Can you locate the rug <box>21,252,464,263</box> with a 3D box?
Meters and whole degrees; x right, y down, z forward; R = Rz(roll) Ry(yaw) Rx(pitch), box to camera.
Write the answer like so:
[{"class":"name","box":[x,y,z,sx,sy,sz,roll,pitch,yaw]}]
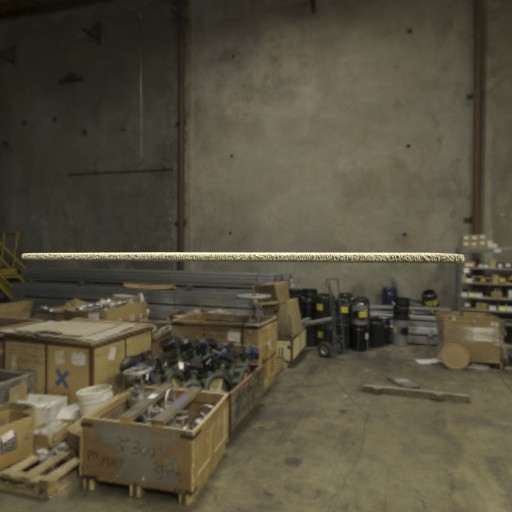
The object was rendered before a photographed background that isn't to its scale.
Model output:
[{"class":"rug","box":[0.000,0.000,2.243,1.778,0.030,1.219,0,1,18]}]
